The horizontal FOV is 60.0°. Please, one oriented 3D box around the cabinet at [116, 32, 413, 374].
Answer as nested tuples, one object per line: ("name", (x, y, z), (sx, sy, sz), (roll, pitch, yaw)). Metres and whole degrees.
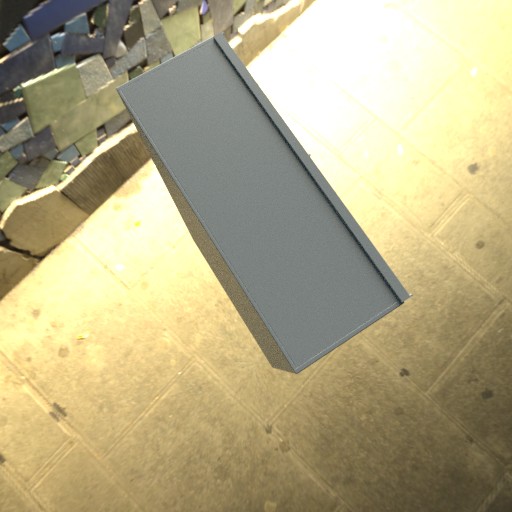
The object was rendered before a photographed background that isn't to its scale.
("cabinet", (0.000, 0.000, 2.642), (0.480, 2.160, 1.250), (-32, 78, -7))
